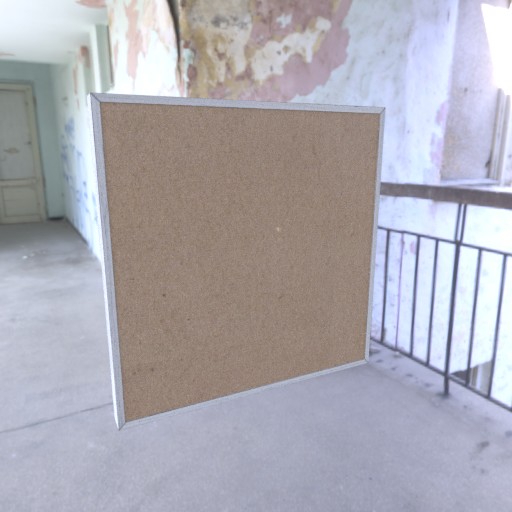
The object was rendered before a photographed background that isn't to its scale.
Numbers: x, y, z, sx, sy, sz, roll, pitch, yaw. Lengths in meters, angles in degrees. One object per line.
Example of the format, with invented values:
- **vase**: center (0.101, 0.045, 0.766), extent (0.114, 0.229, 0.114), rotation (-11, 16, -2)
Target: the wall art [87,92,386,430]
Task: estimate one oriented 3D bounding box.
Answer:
- **wall art**: center (0.000, 0.000, 0.772), extent (0.508, 0.508, 0.038), rotation (-7, 15, -26)
